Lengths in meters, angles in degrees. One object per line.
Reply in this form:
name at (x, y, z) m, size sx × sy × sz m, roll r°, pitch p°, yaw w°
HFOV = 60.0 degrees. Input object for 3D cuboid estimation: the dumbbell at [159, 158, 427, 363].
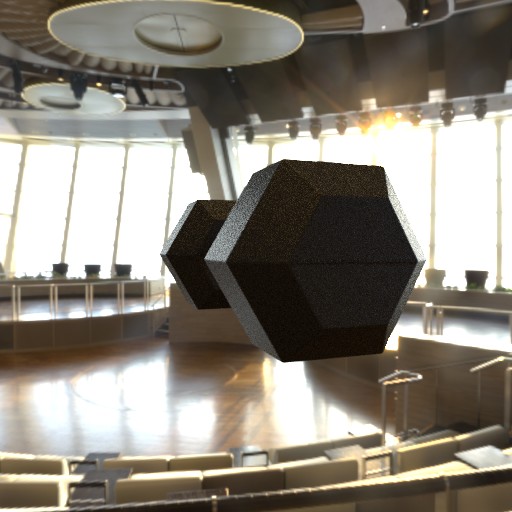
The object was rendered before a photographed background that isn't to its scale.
dumbbell at (0.000, 0.000, 0.381) m, size 0.129 × 0.113 × 0.315 m, roll 0°, pitch 1°, yaw -20°
